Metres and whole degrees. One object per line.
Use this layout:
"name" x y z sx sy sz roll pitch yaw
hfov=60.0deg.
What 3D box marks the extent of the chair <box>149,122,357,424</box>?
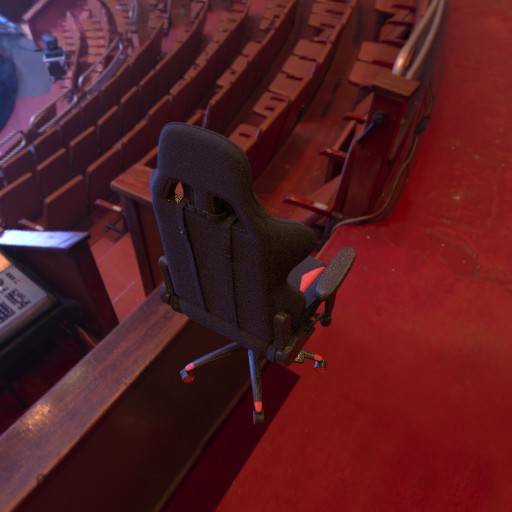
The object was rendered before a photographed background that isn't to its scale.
"chair" 0.000 0.000 1.711 0.695 1.326 0.658 23 50 21
